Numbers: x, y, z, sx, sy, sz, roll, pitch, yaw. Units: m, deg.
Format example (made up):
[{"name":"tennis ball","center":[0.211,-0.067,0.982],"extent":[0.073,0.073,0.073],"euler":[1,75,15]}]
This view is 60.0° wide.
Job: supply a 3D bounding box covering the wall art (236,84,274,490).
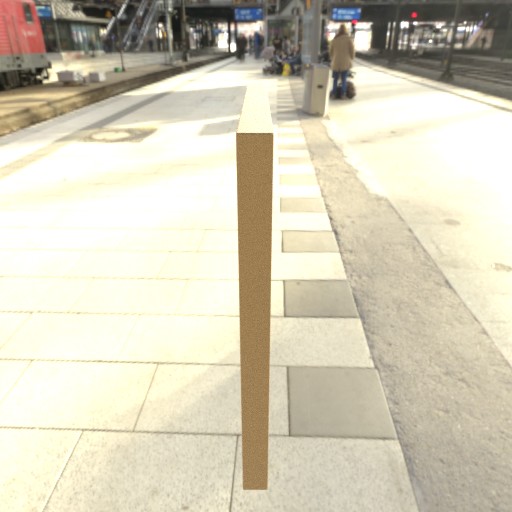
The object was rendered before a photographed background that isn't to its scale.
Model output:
[{"name":"wall art","center":[0.000,0.000,0.761],"extent":[0.036,0.509,0.509],"euler":[0,26,0]}]
